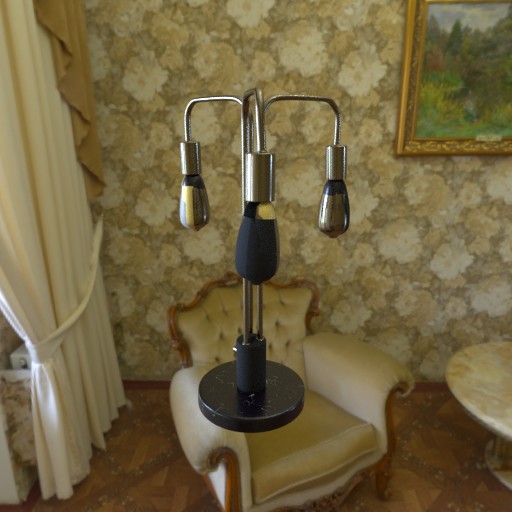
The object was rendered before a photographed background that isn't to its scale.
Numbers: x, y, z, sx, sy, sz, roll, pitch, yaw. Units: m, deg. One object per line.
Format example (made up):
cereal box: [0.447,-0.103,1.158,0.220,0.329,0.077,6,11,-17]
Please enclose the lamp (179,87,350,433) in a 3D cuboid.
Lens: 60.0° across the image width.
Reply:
lamp: [0.000,0.000,0.815,0.355,0.560,0.368,-16,23,-42]
